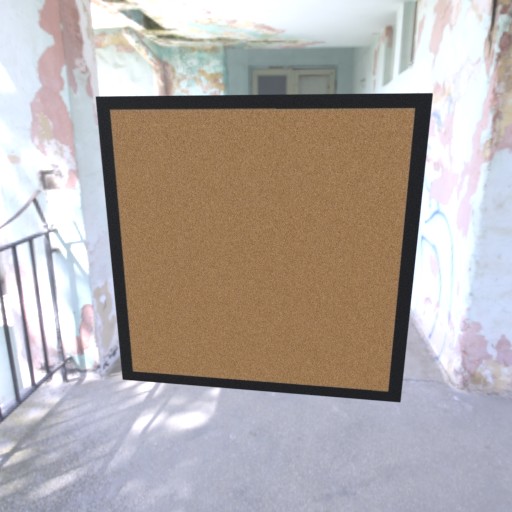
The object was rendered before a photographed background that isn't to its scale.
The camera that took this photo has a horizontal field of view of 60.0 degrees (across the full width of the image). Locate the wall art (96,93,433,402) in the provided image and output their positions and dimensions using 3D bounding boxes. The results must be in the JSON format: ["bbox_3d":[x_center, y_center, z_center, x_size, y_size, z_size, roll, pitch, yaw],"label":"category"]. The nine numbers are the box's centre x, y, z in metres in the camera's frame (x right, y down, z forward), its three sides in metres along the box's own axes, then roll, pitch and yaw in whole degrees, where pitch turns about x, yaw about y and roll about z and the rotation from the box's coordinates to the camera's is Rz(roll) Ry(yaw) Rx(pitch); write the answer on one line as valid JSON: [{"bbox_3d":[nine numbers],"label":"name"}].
[{"bbox_3d":[0.000,0.000,0.960,0.663,0.659,0.016,2,16,8],"label":"wall art"}]
